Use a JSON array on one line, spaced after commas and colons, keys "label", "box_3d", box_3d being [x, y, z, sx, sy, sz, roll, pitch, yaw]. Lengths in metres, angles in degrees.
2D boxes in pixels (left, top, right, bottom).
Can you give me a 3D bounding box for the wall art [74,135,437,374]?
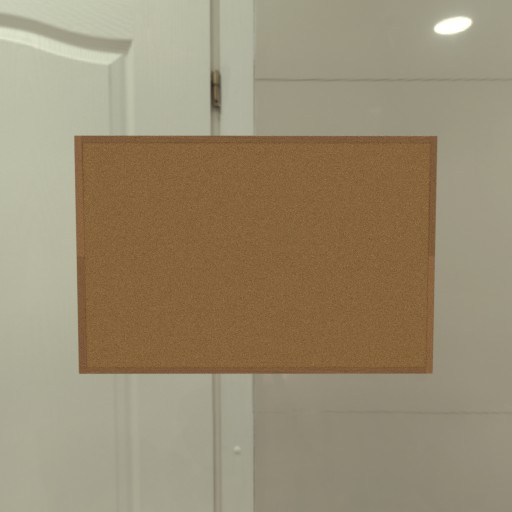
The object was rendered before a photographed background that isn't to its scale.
[{"label": "wall art", "box_3d": [0.000, 0.000, 1.427, 1.141, 0.758, 0.035, 0, 3, 0]}]
